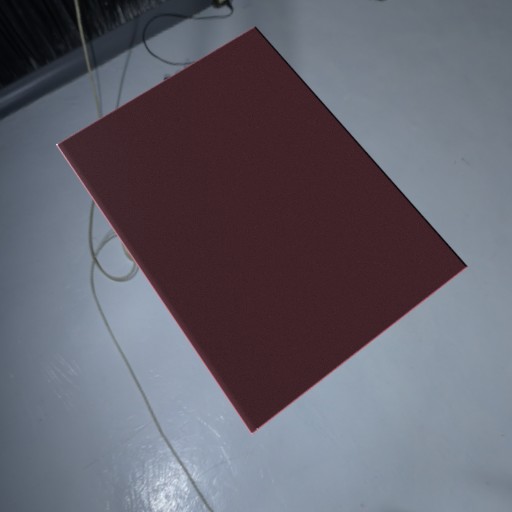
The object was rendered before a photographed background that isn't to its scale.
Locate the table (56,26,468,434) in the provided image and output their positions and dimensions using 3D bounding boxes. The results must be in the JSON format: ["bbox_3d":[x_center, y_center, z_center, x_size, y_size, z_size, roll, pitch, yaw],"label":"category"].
[{"bbox_3d":[0.000,0.000,1.093,0.451,0.686,0.599,-35,77,-9],"label":"table"}]
